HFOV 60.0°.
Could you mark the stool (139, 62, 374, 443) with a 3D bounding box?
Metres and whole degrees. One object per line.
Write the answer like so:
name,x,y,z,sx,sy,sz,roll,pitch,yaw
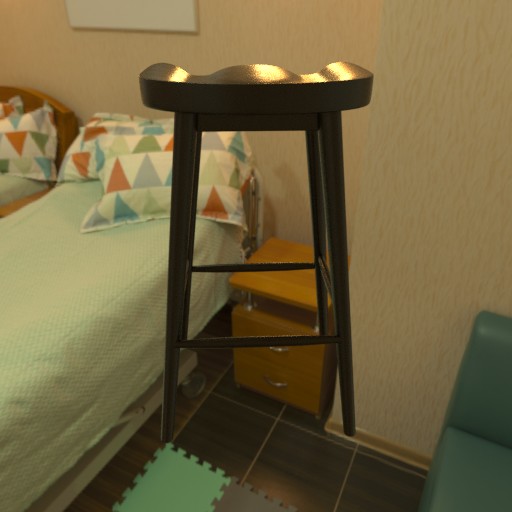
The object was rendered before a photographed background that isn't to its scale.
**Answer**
stool,0.000,0.000,0.964,0.440,0.749,0.361,-1,30,-2
